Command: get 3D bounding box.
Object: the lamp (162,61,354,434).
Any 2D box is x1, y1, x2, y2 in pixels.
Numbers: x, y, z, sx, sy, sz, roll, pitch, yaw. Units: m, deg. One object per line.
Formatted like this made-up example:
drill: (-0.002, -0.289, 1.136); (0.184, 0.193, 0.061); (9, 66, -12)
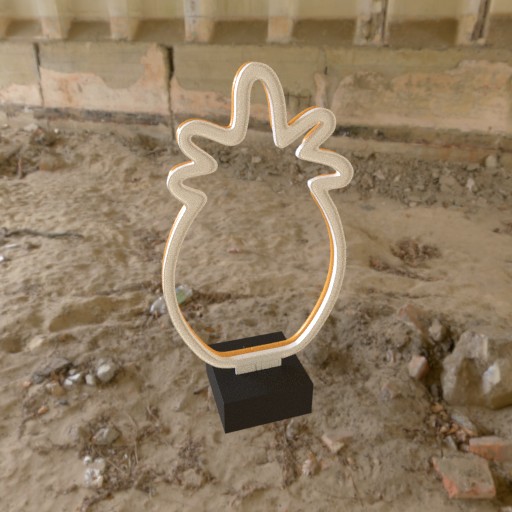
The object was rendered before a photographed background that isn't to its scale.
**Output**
lamp: (0.000, 0.000, 0.393); (0.167, 0.317, 0.088); (-8, 27, -15)
